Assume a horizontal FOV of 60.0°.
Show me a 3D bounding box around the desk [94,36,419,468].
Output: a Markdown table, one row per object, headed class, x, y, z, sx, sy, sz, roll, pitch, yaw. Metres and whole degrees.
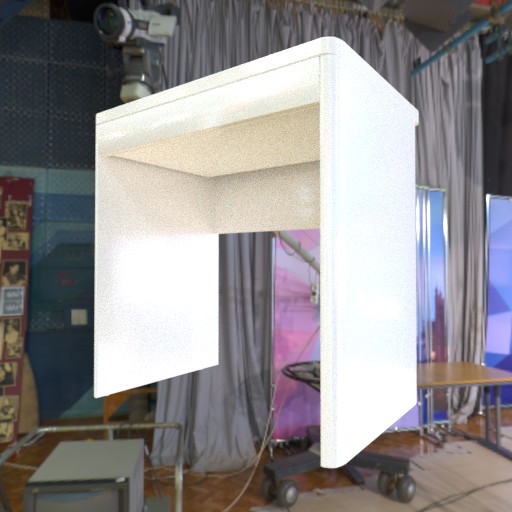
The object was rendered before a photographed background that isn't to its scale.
| class | x | y | z | sx | sy | sz | roll | pitch | yaw |
| --- | --- | --- | --- | --- | --- | --- | --- | --- | --- |
| desk | 0.000 | 0.000 | 1.248 | 0.762 | 0.800 | 0.549 | -1 | -1 | 36 |
